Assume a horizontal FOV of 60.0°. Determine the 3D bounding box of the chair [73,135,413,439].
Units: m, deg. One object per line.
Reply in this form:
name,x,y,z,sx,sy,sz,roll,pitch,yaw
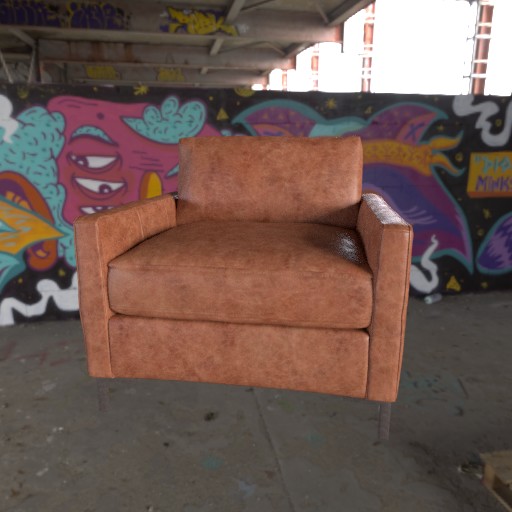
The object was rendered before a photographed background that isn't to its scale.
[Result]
chair,0.000,0.000,1.621,0.967,0.869,0.862,2,14,9
